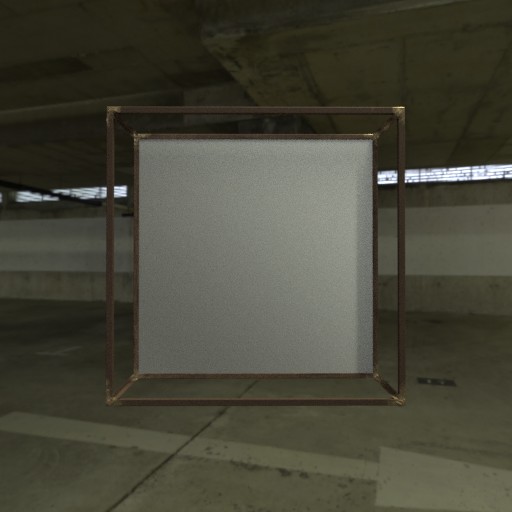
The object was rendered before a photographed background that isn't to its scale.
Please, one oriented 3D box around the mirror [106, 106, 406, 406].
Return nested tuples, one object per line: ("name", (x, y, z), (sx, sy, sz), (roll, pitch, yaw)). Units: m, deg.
("mirror", (0.000, 0.000, 0.921), (0.610, 0.610, 0.032), (0, -1, 0))
